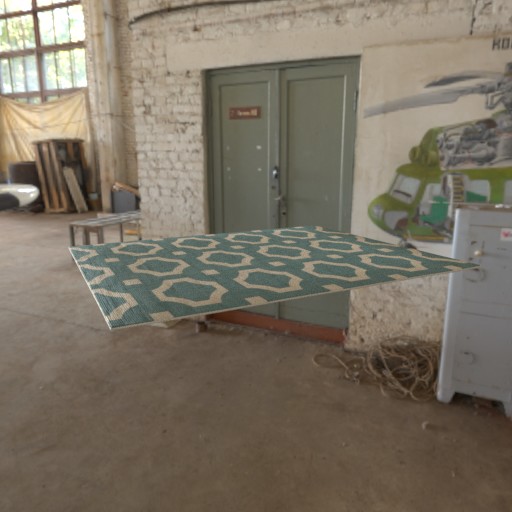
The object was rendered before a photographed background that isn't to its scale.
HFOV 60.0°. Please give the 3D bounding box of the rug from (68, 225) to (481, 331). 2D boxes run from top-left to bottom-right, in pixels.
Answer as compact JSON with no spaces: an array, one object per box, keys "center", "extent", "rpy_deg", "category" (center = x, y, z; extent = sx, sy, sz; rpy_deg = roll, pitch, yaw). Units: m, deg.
[{"center":[0.000,0.000,4.153],"extent":[3.049,0.021,2.466],"rpy_deg":[-7,14,-27],"category":"rug"}]
